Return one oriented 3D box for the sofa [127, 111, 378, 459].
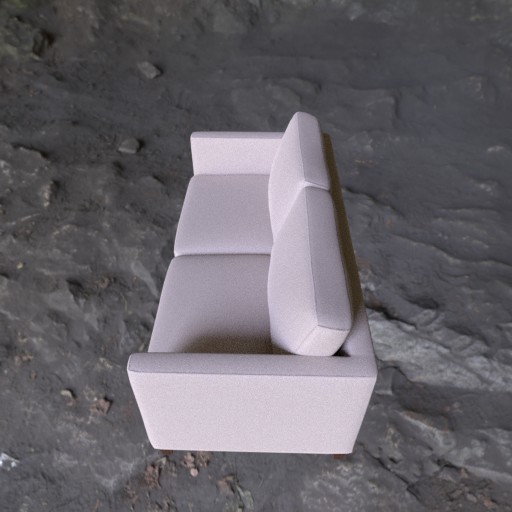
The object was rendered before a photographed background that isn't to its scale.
[{"bbox_3d":[0.000,0.000,2.249,0.873,0.888,1.722,1,43,1],"label":"sofa"}]
